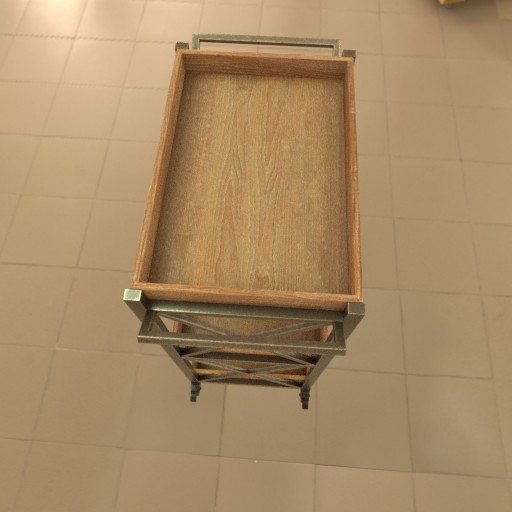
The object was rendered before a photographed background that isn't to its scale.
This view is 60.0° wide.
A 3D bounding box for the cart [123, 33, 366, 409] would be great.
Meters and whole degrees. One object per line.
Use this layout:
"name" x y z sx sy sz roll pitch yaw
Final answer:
"cart" 0.000 0.000 1.165 0.377 0.835 0.673 3 65 2
